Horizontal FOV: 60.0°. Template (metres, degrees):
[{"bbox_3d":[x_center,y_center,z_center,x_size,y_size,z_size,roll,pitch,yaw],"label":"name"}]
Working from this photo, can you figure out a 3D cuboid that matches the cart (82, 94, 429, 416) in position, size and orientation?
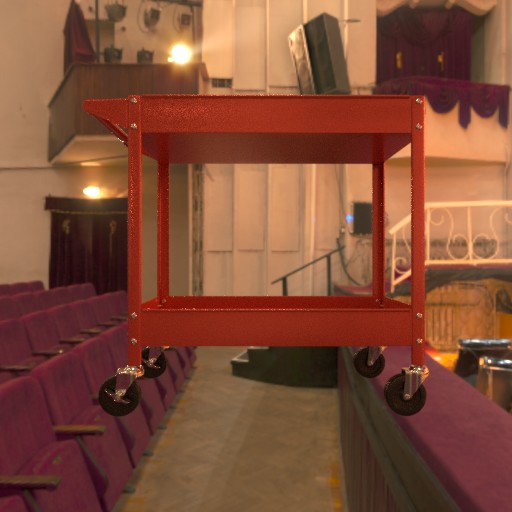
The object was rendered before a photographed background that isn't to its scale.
[{"bbox_3d":[0.000,0.000,1.152,0.779,0.719,0.366,0,0,0],"label":"cart"}]
